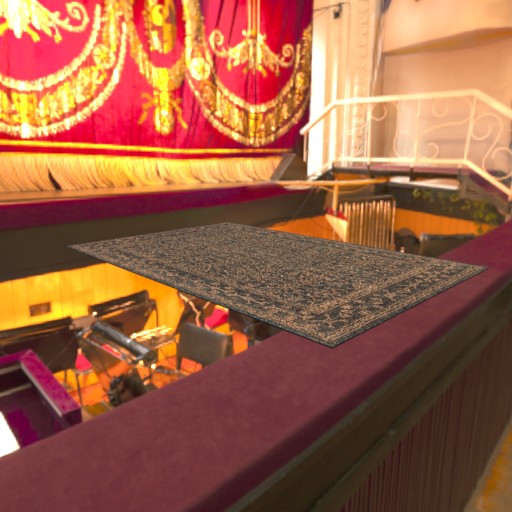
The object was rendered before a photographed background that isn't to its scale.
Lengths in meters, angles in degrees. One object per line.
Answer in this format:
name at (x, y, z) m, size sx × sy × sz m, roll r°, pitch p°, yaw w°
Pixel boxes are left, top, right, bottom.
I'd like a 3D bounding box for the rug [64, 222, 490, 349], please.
rug at (0.000, 0.000, 2.234) m, size 1.200 × 0.005 × 1.819 m, roll -13°, pitch 19°, yaw -43°
